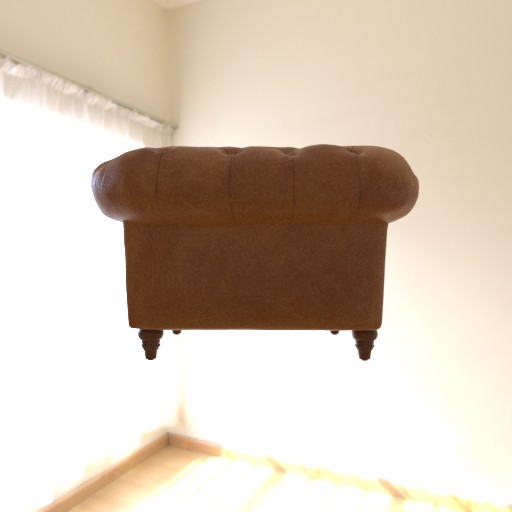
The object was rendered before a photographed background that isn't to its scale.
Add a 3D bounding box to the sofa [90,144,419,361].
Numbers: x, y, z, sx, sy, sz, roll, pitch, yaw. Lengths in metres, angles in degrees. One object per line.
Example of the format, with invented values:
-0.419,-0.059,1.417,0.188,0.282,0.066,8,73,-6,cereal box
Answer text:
0.000,0.000,2.046,1.405,0.878,1.033,0,1,0,sofa
